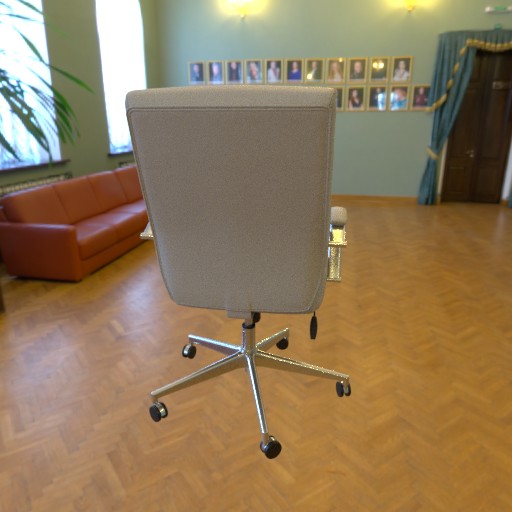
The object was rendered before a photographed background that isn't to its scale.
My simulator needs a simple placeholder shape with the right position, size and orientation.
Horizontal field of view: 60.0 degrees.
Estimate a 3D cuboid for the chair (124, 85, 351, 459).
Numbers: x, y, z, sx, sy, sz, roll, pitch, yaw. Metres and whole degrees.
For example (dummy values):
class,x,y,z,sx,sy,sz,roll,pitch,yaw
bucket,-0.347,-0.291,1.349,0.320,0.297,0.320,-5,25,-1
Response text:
class,x,y,z,sx,sy,sz,roll,pitch,yaw
chair,0.000,0.000,1.577,0.727,1.099,0.745,3,17,9
